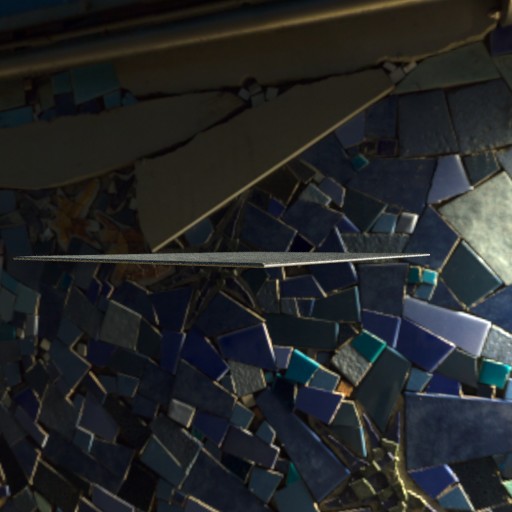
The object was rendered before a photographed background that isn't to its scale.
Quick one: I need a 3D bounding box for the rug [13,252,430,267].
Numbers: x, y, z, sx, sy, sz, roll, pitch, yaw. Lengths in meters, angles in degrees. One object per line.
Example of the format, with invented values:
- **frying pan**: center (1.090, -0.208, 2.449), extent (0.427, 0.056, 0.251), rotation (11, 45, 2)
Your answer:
- **rug**: center (0.000, 0.000, 2.787), extent (1.578, 0.014, 2.206), rotation (1, 2, 34)
